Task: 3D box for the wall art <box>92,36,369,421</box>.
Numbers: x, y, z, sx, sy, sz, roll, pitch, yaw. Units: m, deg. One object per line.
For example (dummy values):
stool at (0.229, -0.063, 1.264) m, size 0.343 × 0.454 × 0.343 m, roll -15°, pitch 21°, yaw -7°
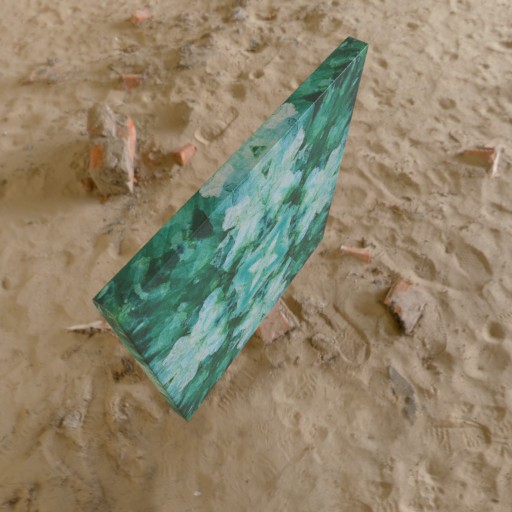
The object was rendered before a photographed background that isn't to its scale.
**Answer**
wall art at (0.000, 0.000, 0.739) m, size 0.038 × 0.508 × 0.507 m, roll 31°, pitch 64°, yaw 17°
